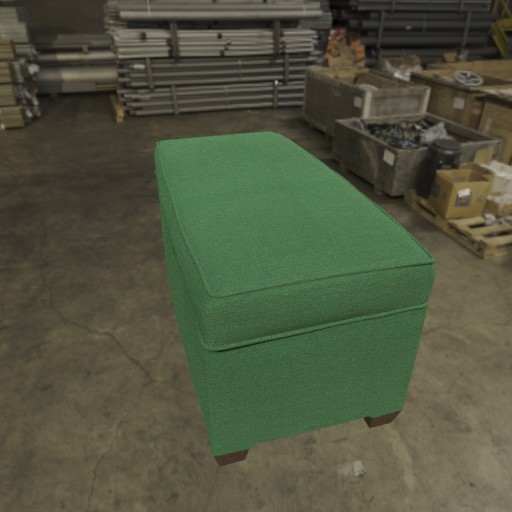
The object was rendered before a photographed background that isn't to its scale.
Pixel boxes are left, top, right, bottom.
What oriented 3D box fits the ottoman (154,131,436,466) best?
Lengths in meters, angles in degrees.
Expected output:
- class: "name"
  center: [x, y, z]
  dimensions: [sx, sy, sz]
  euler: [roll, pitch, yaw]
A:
- class: "ottoman"
  center: [0.000, 0.000, 1.236]
  dimensions: [0.483, 0.471, 0.957]
  euler: [-8, 31, -14]
